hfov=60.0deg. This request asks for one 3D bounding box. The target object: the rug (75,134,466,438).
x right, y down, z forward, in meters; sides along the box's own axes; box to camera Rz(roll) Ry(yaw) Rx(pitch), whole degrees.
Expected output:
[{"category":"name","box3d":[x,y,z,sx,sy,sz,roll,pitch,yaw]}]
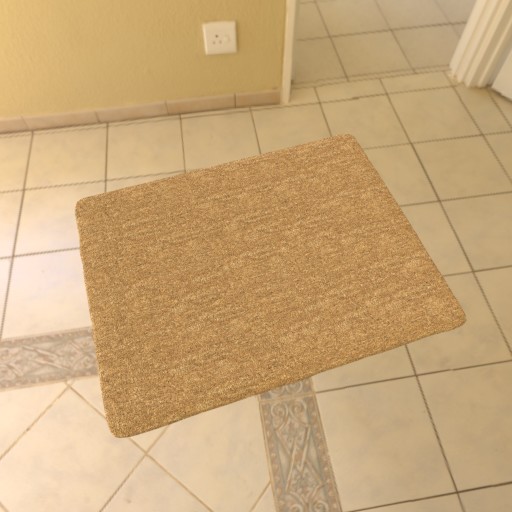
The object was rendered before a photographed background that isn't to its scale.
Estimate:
[{"category":"rug","box3d":[0.000,0.000,3.808,2.873,0.050,2.242,-16,60,-9]}]
